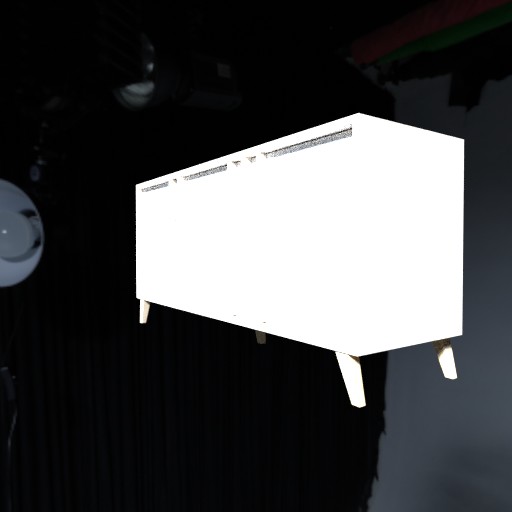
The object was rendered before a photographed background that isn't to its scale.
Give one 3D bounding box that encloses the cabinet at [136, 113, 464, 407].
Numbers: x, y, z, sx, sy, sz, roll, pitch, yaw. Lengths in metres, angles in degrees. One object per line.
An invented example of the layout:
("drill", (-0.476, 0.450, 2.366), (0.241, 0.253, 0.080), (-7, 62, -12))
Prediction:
("cabinet", (0.000, 0.000, 1.985), (0.500, 0.780, 1.649), (-1, 1, -35))
